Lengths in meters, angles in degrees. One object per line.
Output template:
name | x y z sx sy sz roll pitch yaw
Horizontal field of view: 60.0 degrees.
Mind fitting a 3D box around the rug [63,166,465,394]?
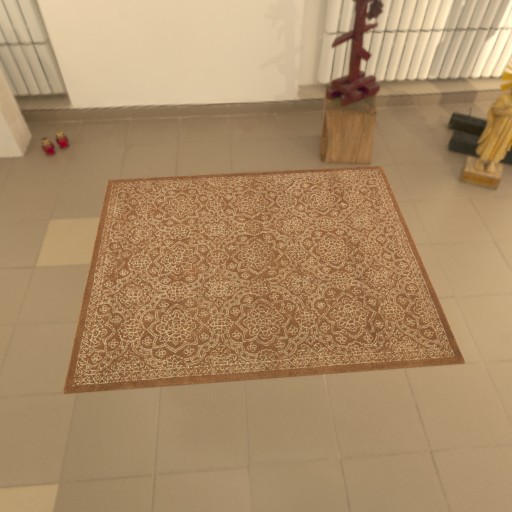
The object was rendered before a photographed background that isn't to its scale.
rug | 0.000 0.000 4.133 3.050 0.015 2.441 -3 49 -3
